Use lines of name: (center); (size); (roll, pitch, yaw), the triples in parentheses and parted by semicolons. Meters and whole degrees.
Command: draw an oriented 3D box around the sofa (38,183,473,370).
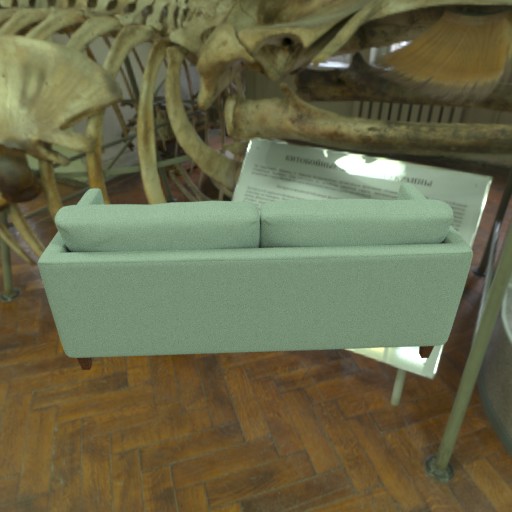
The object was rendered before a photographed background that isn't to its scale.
sofa: (0.000, 0.000, 2.732); (2.208, 0.965, 0.951); (-1, 32, -2)
